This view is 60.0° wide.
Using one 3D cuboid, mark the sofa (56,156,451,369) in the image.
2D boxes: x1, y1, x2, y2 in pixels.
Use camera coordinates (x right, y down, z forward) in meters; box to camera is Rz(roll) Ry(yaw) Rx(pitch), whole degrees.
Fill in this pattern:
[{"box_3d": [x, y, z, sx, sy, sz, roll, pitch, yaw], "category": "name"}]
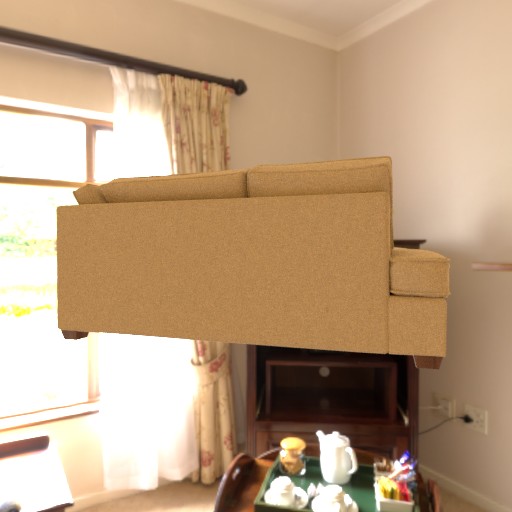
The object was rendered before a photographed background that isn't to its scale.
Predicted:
[{"box_3d": [0.000, 0.000, 2.865, 2.237, 1.033, 1.110, 0, 1, 19], "category": "sofa"}]
